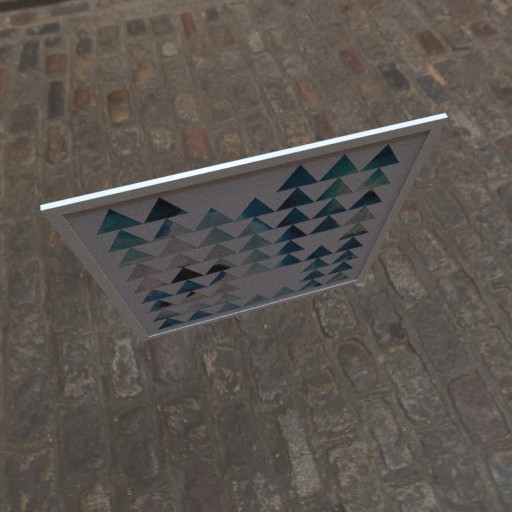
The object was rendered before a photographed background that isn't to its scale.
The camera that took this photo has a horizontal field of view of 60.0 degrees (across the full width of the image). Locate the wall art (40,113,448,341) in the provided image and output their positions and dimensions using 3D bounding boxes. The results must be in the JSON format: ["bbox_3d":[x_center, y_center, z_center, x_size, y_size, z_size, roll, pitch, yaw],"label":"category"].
[{"bbox_3d":[0.000,0.000,0.682,0.456,0.456,0.007,-14,63,-7],"label":"wall art"}]
